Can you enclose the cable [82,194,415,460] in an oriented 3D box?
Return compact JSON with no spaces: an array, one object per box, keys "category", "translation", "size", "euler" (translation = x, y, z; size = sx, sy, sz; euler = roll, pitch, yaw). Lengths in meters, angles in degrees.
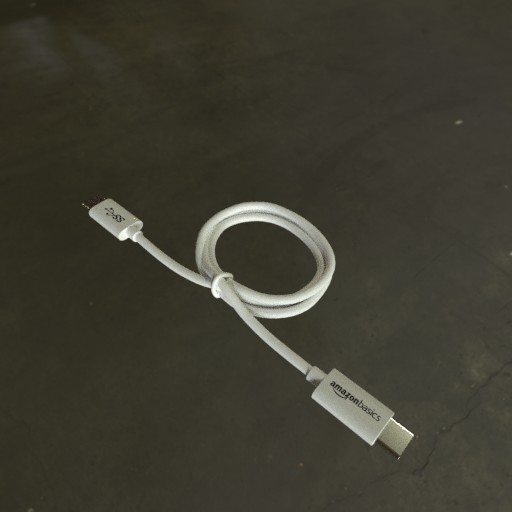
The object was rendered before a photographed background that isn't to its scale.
[{"category":"cable","translation":[0.000,0.000,0.201],"size":[0.186,0.014,0.070],"euler":[34,56,27]}]
